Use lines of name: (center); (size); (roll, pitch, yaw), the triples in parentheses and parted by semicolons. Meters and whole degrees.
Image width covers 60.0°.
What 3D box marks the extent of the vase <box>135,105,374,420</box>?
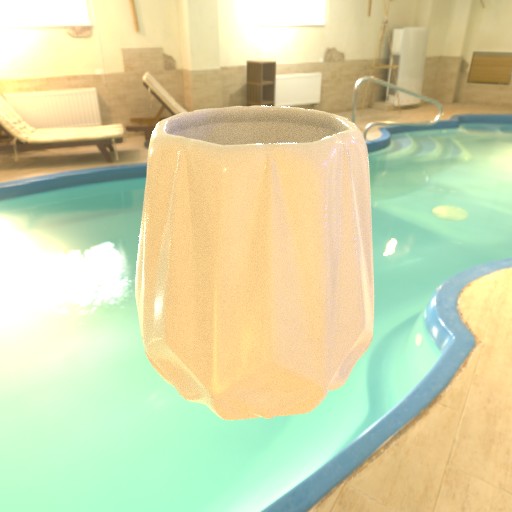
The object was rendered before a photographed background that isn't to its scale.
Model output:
vase: (0.000, 0.000, 0.256); (0.141, 0.152, 0.141); (0, 28, 0)
